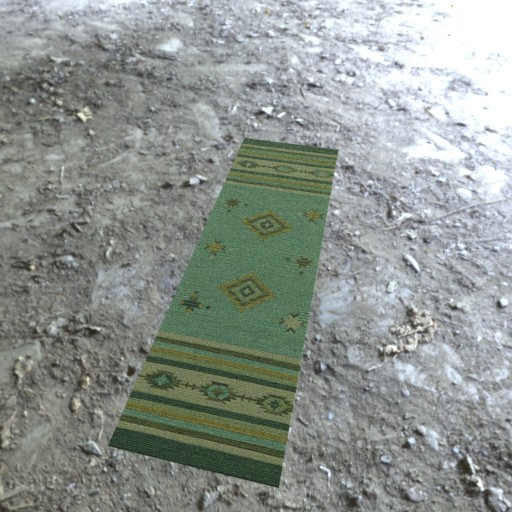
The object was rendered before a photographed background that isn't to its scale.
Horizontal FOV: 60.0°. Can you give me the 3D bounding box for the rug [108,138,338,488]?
[{"bbox_3d":[0.000,0.000,2.649,0.744,0.010,2.441,9,48,9],"label":"rug"}]
